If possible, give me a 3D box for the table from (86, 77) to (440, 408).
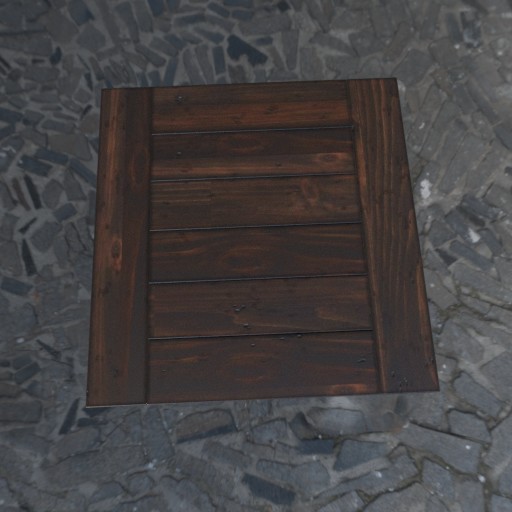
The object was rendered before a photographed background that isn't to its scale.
[{"bbox_3d":[0.000,0.000,1.023,0.593,0.437,0.606,-2,76,-1],"label":"table"}]
